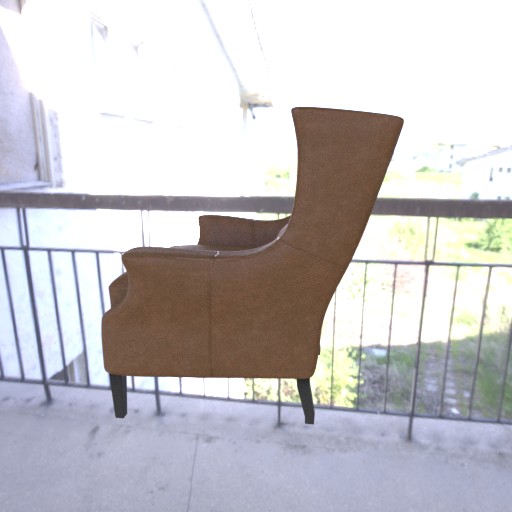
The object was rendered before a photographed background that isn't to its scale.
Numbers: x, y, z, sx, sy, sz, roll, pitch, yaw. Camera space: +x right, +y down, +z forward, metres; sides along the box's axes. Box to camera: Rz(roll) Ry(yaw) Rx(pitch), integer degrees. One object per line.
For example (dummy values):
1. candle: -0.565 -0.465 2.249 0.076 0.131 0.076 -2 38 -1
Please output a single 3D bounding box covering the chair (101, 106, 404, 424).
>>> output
1. chair: 0.000 0.000 1.681 0.925 1.016 0.852 2 14 10
